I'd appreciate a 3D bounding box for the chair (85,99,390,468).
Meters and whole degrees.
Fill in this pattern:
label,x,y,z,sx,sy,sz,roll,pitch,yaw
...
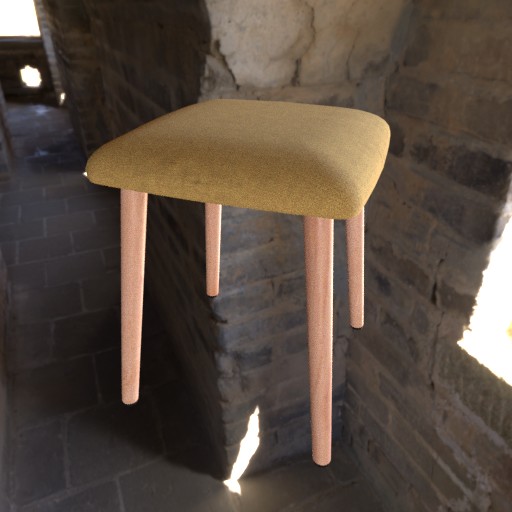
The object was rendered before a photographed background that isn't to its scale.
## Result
label,x,y,z,sx,sy,sz,roll,pitch,yaw
chair,0.000,0.000,0.705,0.350,0.440,0.350,10,32,17
